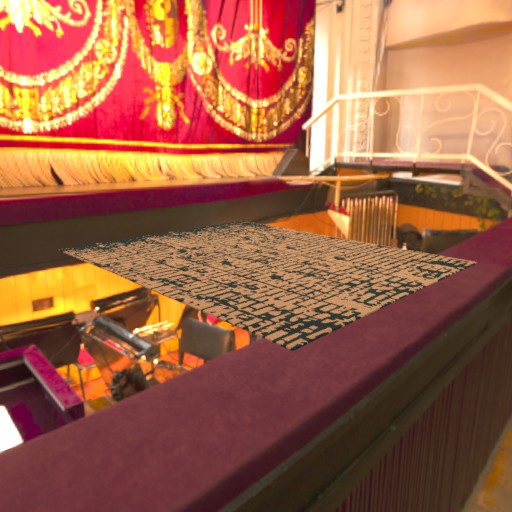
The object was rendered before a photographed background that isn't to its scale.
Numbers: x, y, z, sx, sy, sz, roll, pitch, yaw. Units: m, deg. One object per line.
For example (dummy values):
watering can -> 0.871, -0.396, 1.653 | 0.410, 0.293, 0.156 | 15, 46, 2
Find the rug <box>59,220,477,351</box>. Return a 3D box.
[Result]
rug -> 0.000, 0.000, 4.066 | 2.416, 0.014, 3.017 | -13, 19, -43
